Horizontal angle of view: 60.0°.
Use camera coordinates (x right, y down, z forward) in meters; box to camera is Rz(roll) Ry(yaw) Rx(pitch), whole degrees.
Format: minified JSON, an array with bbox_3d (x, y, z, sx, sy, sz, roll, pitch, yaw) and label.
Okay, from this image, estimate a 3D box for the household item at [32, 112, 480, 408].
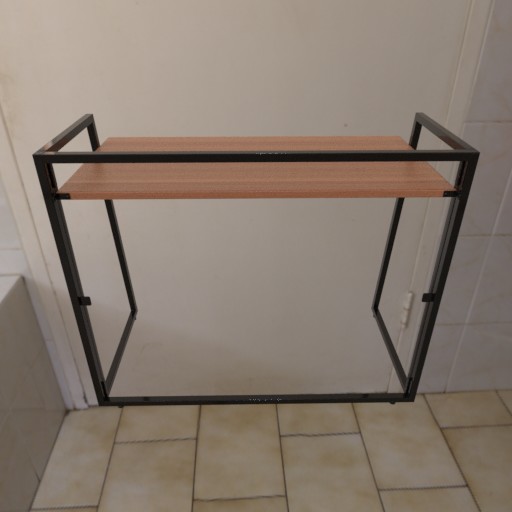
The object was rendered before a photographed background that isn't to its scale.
[{"bbox_3d":[0.000,0.000,1.471,1.050,0.860,0.510,0,31,-1],"label":"household item"}]
